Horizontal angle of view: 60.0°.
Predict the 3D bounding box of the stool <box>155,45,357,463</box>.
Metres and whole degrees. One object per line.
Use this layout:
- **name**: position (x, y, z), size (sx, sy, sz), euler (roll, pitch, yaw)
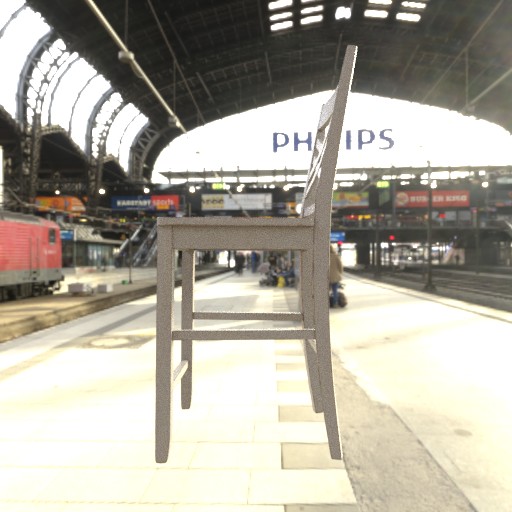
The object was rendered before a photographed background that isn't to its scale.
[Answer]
- **stool**: position (0.000, 0.000, 1.357), size (0.539, 1.079, 0.462), euler (0, 0, 0)
